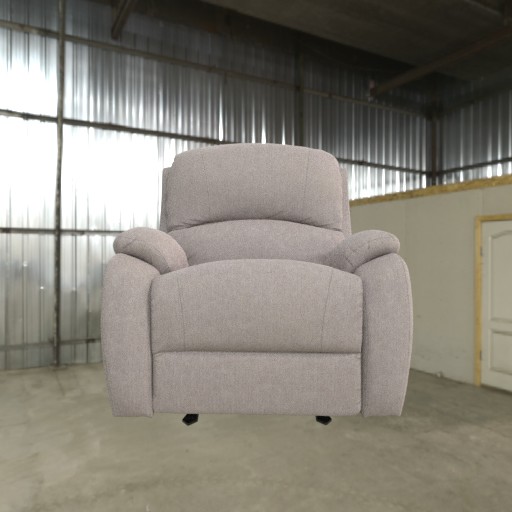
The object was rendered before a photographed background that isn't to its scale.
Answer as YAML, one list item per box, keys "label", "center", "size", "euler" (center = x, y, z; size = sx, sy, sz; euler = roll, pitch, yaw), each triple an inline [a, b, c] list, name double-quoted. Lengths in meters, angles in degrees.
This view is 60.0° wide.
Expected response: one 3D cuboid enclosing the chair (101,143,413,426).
- label: "chair"
  center: [0.000, 0.000, 1.696]
  size: [0.930, 1.011, 0.899]
  euler: [0, 1, -1]
